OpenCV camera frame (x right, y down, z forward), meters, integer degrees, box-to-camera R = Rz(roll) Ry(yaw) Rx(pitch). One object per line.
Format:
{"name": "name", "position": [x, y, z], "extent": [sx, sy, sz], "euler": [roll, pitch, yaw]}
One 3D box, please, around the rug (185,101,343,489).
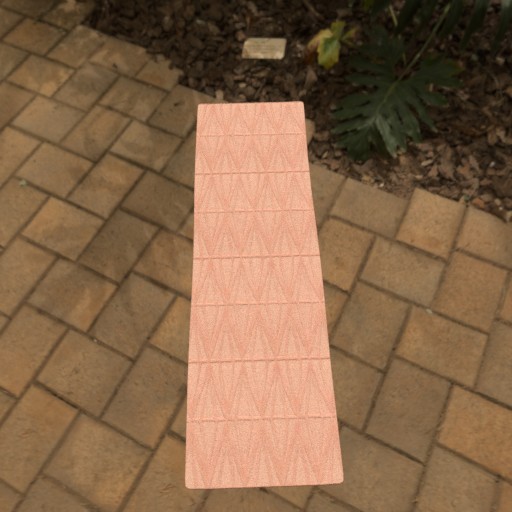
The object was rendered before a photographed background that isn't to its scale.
{"name": "rug", "position": [0.000, 0.000, 2.629], "extent": [0.760, 0.015, 2.435], "euler": [-2, 64, -1]}
